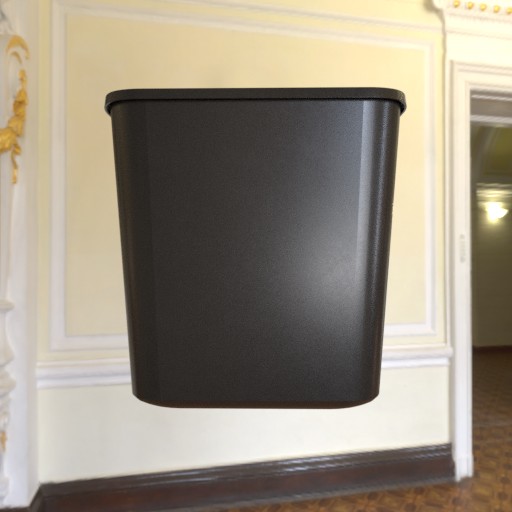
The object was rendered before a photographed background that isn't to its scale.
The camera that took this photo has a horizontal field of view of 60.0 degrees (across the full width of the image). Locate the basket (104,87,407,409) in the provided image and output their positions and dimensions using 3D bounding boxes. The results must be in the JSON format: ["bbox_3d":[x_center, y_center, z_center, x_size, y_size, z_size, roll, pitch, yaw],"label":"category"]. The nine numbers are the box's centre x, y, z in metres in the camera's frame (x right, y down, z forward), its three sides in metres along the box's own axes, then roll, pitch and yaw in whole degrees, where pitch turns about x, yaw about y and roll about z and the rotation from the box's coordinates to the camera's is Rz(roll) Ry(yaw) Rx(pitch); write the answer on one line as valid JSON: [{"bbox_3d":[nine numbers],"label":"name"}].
[{"bbox_3d":[0.000,0.000,0.509,0.300,0.307,0.211,0,0,1],"label":"basket"}]
